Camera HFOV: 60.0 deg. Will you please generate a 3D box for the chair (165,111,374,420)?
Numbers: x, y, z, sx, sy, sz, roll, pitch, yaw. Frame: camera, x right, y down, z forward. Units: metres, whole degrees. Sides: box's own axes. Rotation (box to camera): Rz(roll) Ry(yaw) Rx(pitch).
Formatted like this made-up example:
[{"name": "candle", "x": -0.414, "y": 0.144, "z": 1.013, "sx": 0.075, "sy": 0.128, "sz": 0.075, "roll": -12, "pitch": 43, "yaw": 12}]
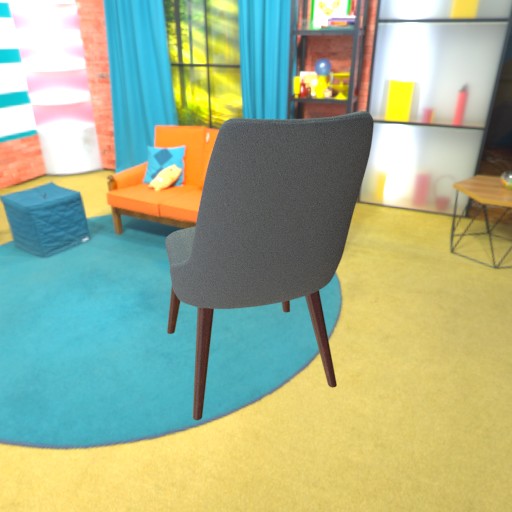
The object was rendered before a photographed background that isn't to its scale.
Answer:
[{"name": "chair", "x": 0.000, "y": 0.000, "z": 1.342, "sx": 0.535, "sy": 0.918, "sz": 0.707, "roll": -8, "pitch": 28, "yaw": -15}]
